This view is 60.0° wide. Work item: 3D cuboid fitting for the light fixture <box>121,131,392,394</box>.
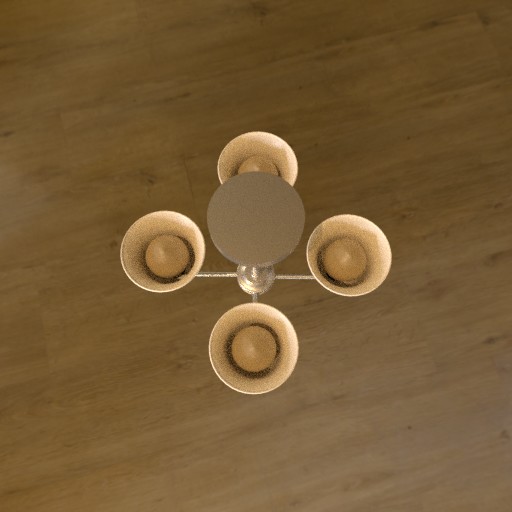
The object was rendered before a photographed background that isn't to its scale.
[{"bbox_3d":[0.000,0.000,0.721,0.427,0.370,0.427,1,75,0],"label":"light fixture"}]
